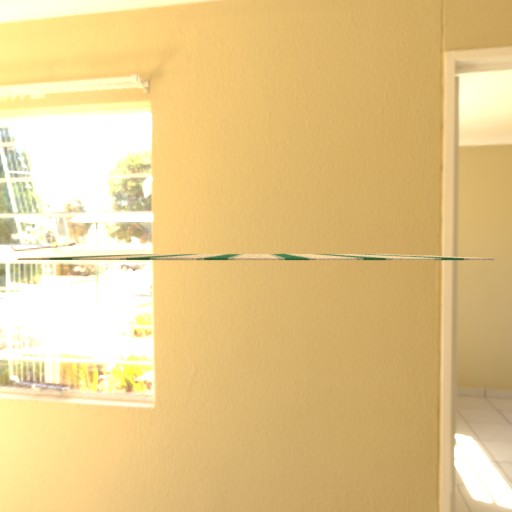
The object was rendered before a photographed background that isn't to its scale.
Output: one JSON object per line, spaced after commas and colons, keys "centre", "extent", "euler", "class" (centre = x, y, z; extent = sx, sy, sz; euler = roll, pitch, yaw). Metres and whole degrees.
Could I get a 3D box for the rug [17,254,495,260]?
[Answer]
{"centre": [0.000, 0.000, 4.029], "extent": [3.041, 0.019, 2.434], "euler": [0, 1, 0], "class": "rug"}
